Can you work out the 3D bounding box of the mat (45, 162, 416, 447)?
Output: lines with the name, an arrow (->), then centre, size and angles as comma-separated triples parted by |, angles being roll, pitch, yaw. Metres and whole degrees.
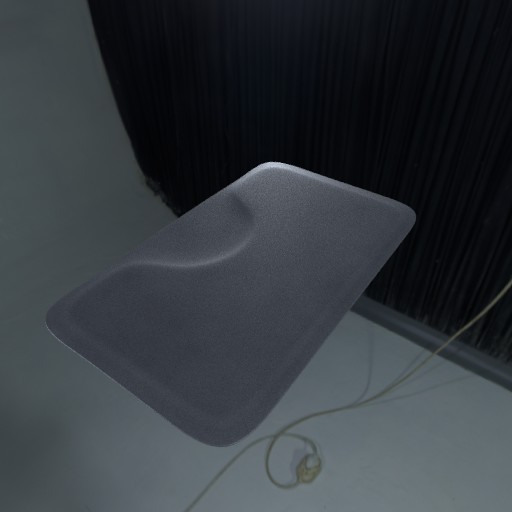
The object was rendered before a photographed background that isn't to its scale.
mat -> 0.000, 0.000, 1.869 | 0.918, 0.013, 1.524 | 25, 46, 27
